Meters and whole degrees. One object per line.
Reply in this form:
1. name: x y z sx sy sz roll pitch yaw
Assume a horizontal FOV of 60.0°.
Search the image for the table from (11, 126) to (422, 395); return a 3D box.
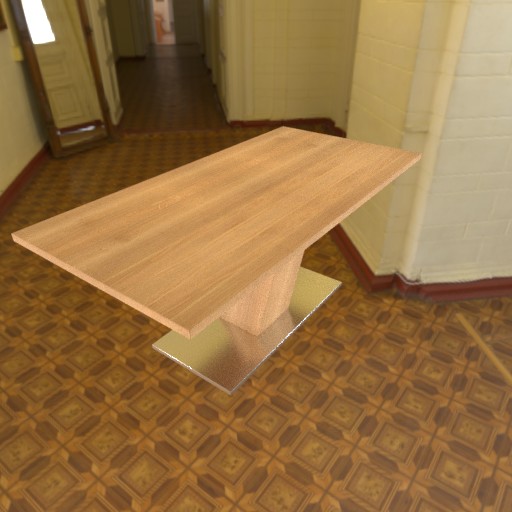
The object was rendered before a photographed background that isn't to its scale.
1. table: 0.000 0.000 2.209 0.900 0.750 1.800 21 37 31
